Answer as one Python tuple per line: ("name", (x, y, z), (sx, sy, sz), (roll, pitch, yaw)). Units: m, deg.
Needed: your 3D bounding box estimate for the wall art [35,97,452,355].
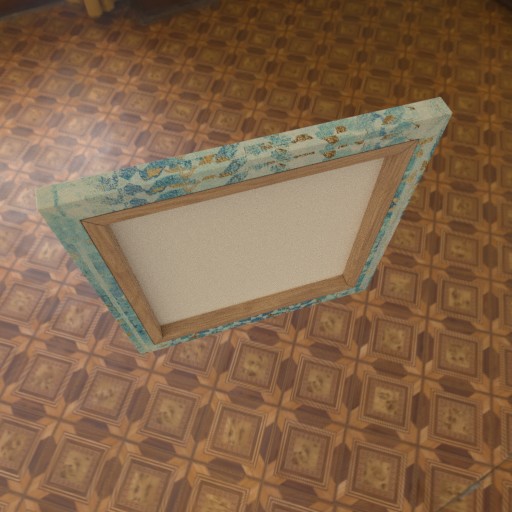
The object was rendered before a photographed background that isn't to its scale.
("wall art", (0.000, 0.000, 0.894), (0.609, 0.609, 0.040), (-15, 61, -8))
